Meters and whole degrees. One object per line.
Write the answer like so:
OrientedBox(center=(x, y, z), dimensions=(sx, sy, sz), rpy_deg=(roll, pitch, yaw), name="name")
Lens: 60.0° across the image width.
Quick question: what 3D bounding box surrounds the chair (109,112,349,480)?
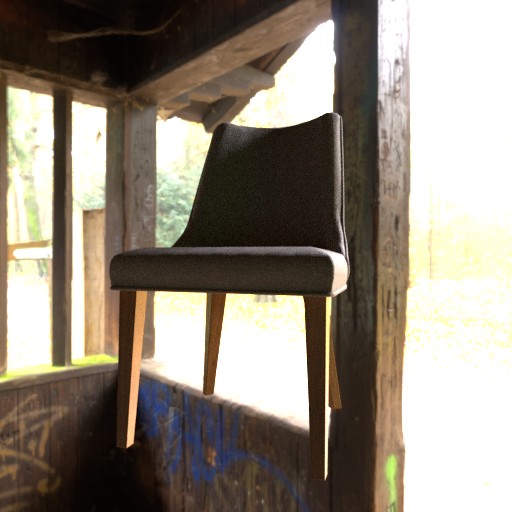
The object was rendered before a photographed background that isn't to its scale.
OrientedBox(center=(0.000, 0.000, 1.279), dimensions=(0.548, 0.916, 0.636), rpy_deg=(0, 0, 18), name="chair")
